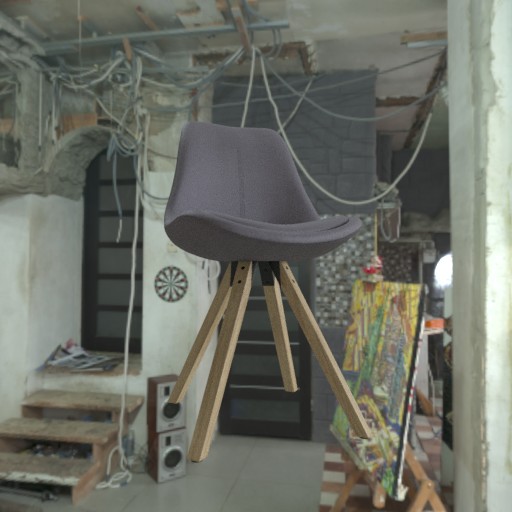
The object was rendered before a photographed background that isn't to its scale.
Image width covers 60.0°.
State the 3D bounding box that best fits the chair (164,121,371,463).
[{"bbox_3d":[0.000,0.000,1.196,0.483,0.865,0.547,1,-2,-18],"label":"chair"}]
